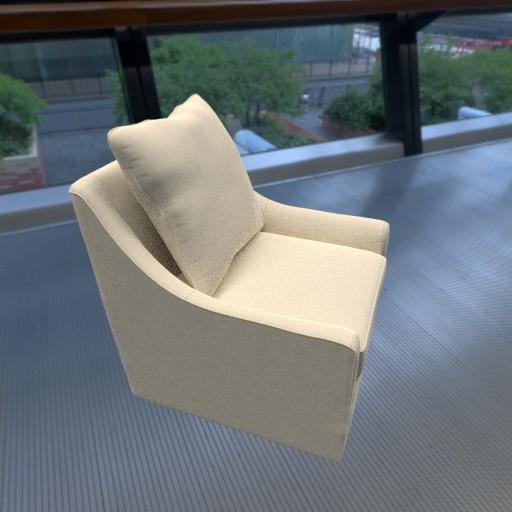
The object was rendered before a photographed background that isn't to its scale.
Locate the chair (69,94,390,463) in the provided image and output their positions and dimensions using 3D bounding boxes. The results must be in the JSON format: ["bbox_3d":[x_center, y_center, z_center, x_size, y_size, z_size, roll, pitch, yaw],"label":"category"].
[{"bbox_3d":[0.000,0.000,1.574,0.876,0.965,0.756,11,33,18],"label":"chair"}]
